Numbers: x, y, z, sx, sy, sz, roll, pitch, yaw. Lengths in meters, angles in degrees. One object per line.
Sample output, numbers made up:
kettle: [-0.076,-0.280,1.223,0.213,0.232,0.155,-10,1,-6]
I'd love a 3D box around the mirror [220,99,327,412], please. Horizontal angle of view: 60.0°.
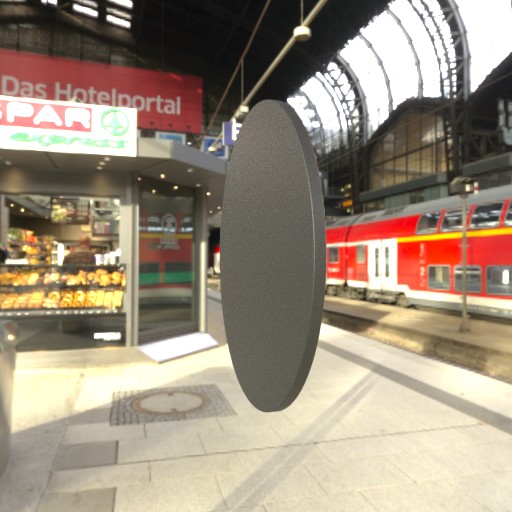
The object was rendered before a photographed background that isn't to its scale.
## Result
mirror: [0.000,0.000,1.614,0.036,1.077,1.077,0,-1,-17]
